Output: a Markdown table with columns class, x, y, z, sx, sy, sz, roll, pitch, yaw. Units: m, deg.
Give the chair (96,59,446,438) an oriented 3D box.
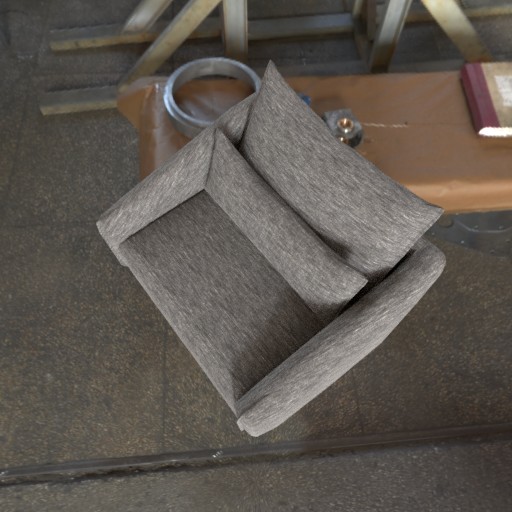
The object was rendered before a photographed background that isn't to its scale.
| class | x | y | z | sx | sy | sz | roll | pitch | yaw |
| --- | --- | --- | --- | --- | --- | --- | --- | --- | --- |
| chair | 0.000 | 0.000 | 1.624 | 0.805 | 0.842 | 1.004 | -35 | 68 | -16 |
